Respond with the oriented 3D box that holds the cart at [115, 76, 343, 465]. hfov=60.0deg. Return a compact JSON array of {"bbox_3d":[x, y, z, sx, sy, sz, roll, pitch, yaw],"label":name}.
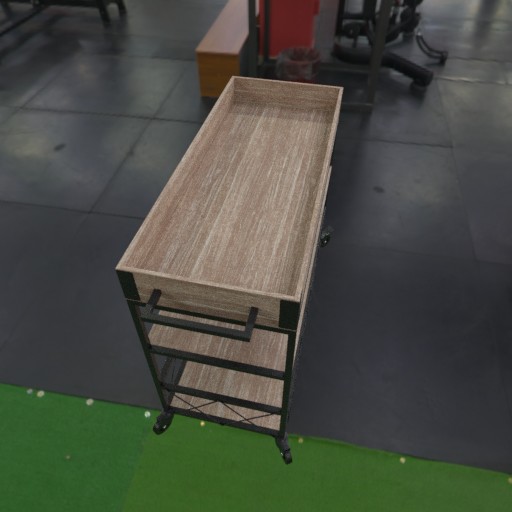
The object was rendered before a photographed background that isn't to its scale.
[{"bbox_3d":[0.000,0.000,1.518,0.500,0.787,1.101,9,47,9],"label":"cart"}]
